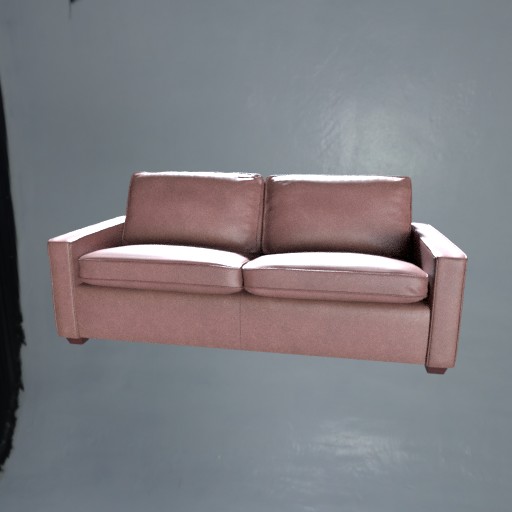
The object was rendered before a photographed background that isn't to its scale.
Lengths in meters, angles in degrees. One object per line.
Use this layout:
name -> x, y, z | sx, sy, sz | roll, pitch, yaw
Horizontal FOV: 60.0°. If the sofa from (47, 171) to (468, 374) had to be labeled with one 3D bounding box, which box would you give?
sofa -> 0.000, 0.000, 2.563 | 2.080, 0.919, 0.940 | 2, 14, 10
